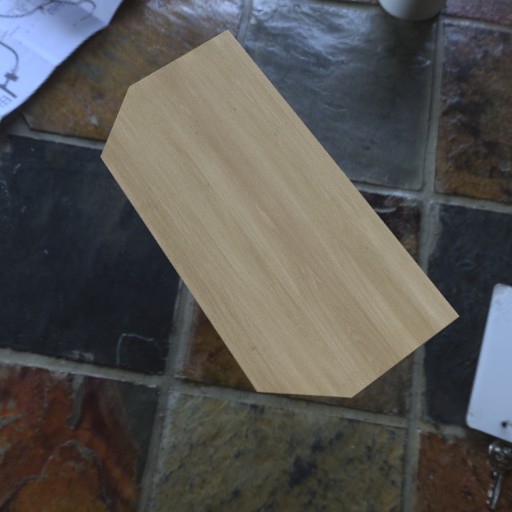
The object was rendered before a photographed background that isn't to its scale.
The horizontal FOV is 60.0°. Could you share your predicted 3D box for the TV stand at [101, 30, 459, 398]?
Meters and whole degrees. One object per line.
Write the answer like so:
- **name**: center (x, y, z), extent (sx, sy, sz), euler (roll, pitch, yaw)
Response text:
- **TV stand**: center (0.000, 0.000, 1.343), extent (0.425, 0.781, 0.851), euler (-34, 78, -8)
